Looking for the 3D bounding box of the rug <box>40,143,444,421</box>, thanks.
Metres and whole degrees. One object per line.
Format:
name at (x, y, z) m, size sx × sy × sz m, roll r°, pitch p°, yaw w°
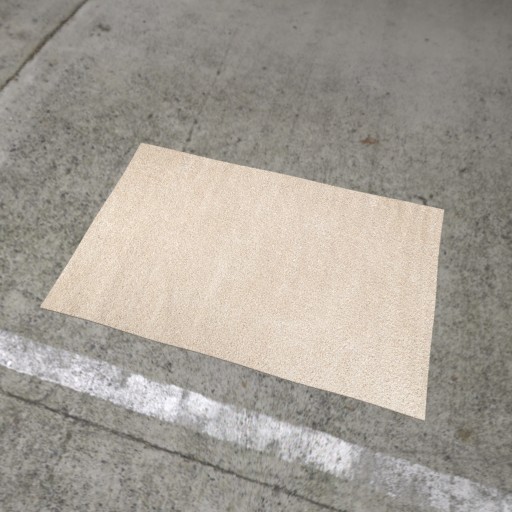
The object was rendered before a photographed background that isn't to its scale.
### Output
rug at (0.000, 0.000, 2.956) m, size 2.346 × 0.025 × 1.500 m, roll 14°, pitch 59°, yaw 9°
